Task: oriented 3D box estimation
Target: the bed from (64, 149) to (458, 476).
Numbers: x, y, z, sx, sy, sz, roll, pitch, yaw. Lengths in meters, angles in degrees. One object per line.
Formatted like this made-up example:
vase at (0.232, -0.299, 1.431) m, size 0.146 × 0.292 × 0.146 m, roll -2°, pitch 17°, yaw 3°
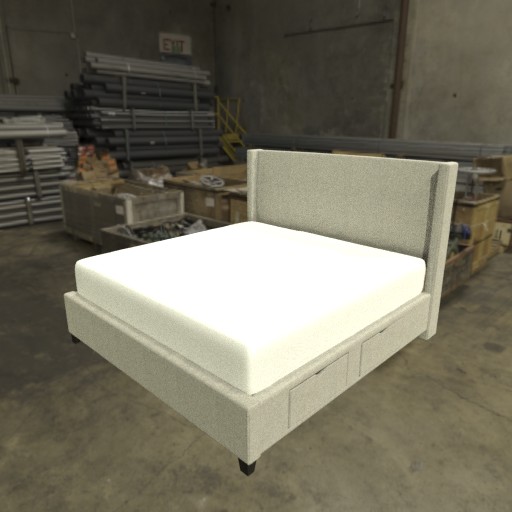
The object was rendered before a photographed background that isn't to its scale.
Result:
bed at (0.000, 0.000, 3.556) m, size 2.140 × 1.470 × 2.280 m, roll 16°, pitch 24°, yaw 42°
